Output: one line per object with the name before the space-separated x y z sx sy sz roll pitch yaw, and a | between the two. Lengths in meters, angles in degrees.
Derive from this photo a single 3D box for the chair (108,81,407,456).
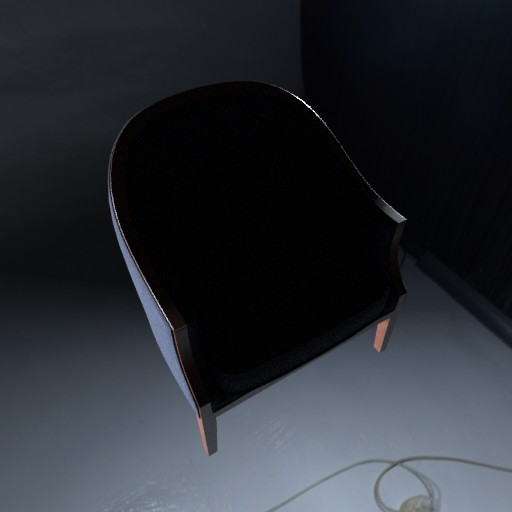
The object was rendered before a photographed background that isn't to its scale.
chair | 0.000 0.000 1.473 0.803 0.876 0.735 -24 50 -22
